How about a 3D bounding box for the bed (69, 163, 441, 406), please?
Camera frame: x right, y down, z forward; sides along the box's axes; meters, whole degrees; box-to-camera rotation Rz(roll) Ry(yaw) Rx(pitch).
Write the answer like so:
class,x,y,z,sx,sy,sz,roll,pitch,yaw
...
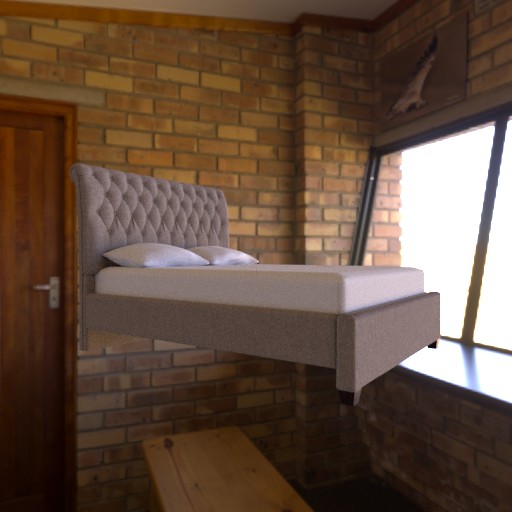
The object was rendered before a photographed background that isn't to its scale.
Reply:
class,x,y,z,sx,sy,sz,roll,pitch,yaw
bed,0.000,0.000,3.313,2.252,1.371,1.645,0,0,36
